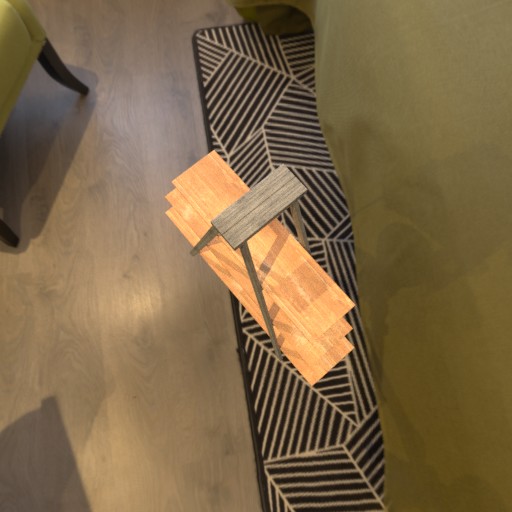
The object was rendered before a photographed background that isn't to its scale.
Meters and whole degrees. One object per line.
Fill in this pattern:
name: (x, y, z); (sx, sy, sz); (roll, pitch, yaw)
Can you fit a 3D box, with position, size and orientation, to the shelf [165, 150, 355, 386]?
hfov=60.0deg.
shelf: (0.000, 0.000, 2.774); (0.508, 1.808, 1.746); (-39, 79, -9)
